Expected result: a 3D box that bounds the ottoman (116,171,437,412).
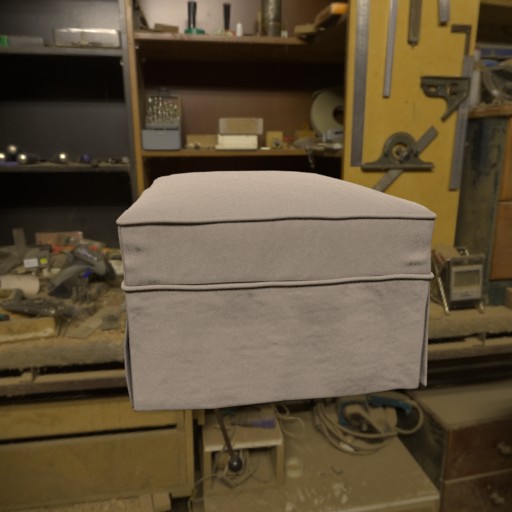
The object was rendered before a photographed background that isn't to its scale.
[{"bbox_3d":[0.000,0.000,1.334,0.703,0.479,0.944,-2,15,-8],"label":"ottoman"}]
